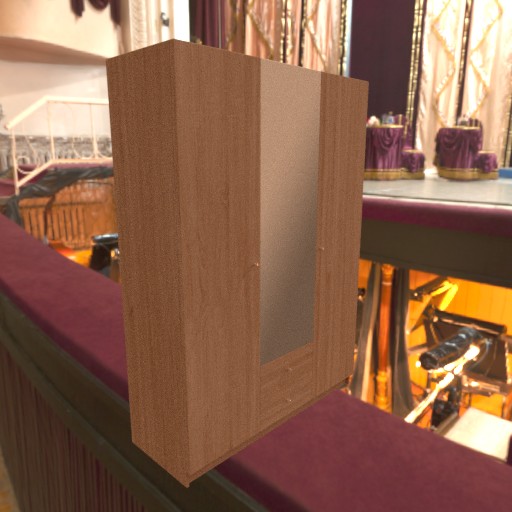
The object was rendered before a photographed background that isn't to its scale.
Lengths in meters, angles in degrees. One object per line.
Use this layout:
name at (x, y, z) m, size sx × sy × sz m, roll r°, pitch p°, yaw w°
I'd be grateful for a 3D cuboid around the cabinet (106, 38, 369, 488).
cabinet at (0.000, 0.000, 2.720) m, size 0.590 × 2.120 × 1.500 m, roll 12°, pitch 18°, yaw 43°
